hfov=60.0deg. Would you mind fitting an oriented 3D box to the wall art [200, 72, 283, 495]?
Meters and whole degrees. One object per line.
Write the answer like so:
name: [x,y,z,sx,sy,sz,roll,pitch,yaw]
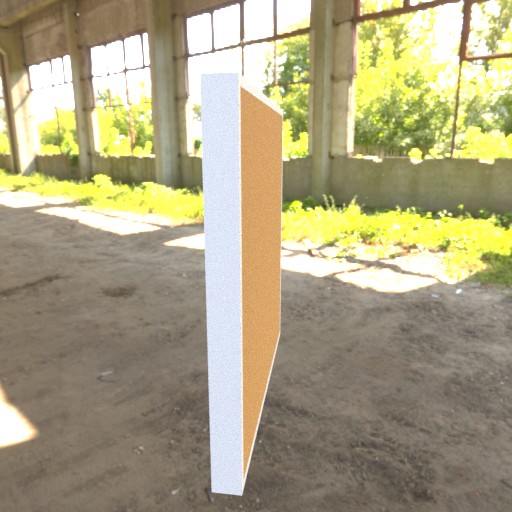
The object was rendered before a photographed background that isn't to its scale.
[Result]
wall art: [0.000,0.000,0.452,0.024,0.304,0.304,2,14,8]
